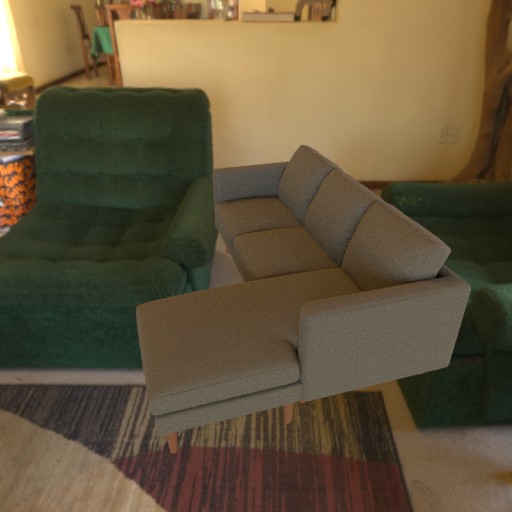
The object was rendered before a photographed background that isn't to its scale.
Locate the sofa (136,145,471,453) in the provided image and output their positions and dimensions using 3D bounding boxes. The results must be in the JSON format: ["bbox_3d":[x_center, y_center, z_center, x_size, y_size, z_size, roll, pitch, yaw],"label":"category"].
[{"bbox_3d":[0.000,0.000,2.903,1.591,0.897,2.031,-9,31,-15],"label":"sofa"}]
